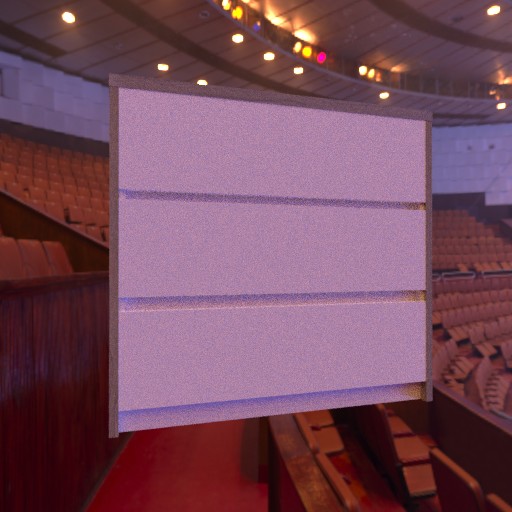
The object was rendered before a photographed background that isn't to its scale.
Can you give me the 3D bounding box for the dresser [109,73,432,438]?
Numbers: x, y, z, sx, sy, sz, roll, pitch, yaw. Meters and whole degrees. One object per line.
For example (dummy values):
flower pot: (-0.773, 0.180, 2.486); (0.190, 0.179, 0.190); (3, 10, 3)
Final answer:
dresser: (0.000, 0.000, 1.298); (0.809, 0.762, 0.529); (0, 0, -17)
